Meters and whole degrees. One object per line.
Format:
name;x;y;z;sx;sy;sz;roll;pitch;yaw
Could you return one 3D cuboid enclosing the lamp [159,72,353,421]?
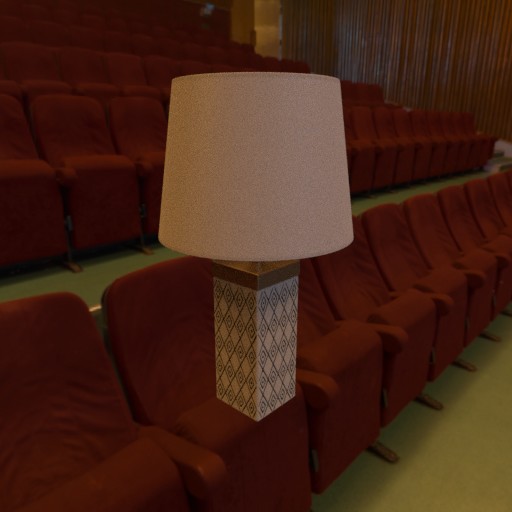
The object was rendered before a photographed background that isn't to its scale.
lamp;0.000;0.000;0.593;0.251;0.435;0.251;0;16;0
